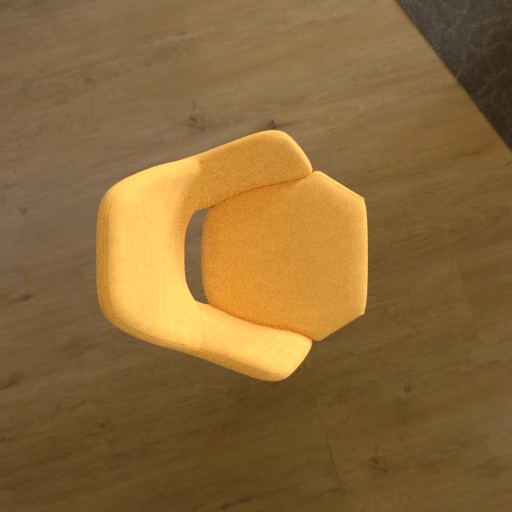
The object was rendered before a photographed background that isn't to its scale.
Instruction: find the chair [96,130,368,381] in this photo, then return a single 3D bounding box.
[{"bbox_3d":[0.000,0.000,1.248,0.610,0.840,0.590,0,90,0],"label":"chair"}]
